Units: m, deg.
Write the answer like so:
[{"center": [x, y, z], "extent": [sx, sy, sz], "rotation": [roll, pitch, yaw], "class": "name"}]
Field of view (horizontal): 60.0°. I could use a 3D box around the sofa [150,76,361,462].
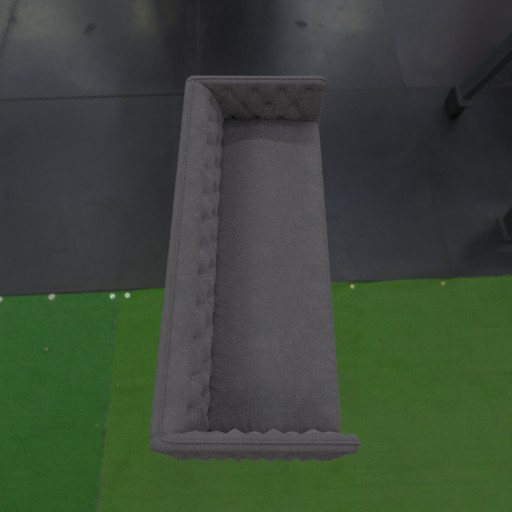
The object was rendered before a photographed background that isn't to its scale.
[{"center": [0.000, 0.000, 2.634], "extent": [0.895, 0.771, 2.209], "rotation": [0, 64, 0], "class": "sofa"}]
